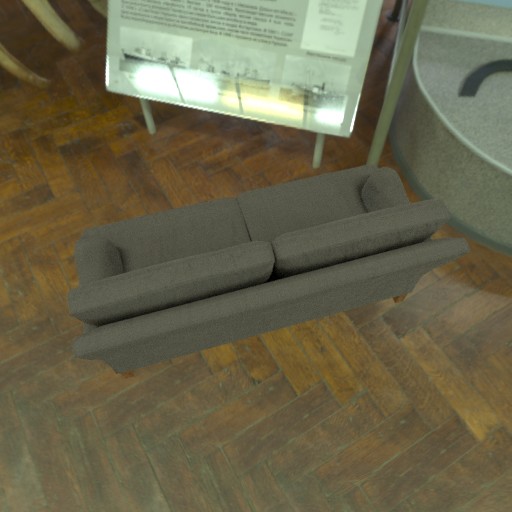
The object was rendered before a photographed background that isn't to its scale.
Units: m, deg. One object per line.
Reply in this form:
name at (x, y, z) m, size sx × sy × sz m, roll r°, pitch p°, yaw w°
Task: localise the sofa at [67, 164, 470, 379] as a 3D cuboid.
sofa at (0.000, 0.000, 2.849) m, size 2.165 × 1.087 × 1.086 m, roll -14°, pitch 60°, yaw -8°
